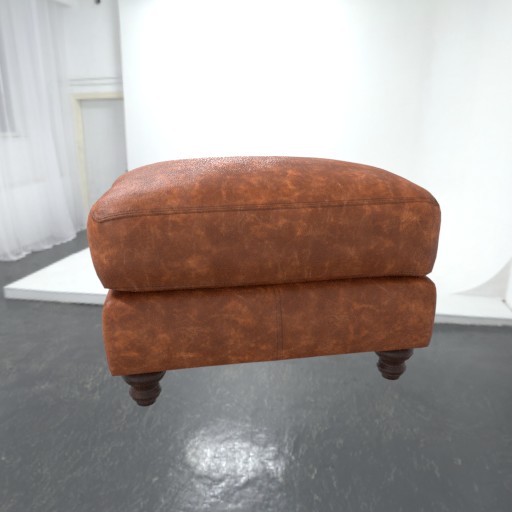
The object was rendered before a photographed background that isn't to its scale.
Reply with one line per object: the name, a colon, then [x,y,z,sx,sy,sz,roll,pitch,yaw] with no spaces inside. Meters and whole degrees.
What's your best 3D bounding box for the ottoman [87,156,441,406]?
ottoman: [0.000,0.000,1.279,0.832,0.562,0.657,-3,16,-10]
